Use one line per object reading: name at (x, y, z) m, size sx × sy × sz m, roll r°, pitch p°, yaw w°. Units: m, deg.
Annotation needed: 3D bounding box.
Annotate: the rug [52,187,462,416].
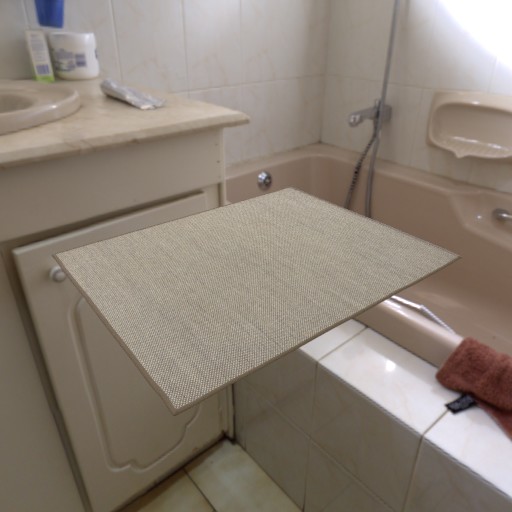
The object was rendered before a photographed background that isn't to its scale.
rug at (0.000, 0.000, 4.151) m, size 3.041 × 0.020 × 2.413 m, roll -21°, pitch 35°, yaw -32°
